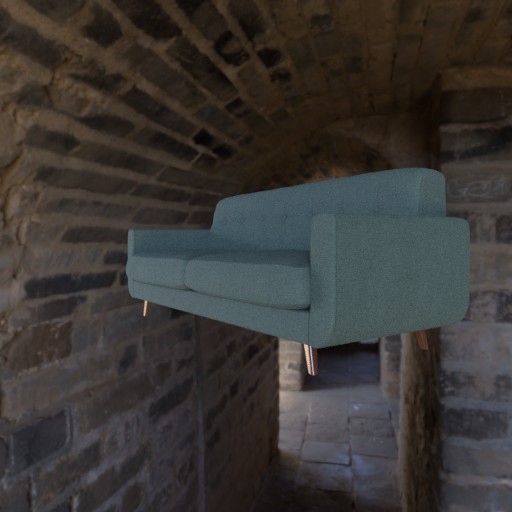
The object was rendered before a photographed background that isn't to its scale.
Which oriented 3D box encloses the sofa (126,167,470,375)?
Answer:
[{"bbox_3d":[0.000,0.000,2.530,0.909,0.841,2.029,-1,2,-35],"label":"sofa"}]
